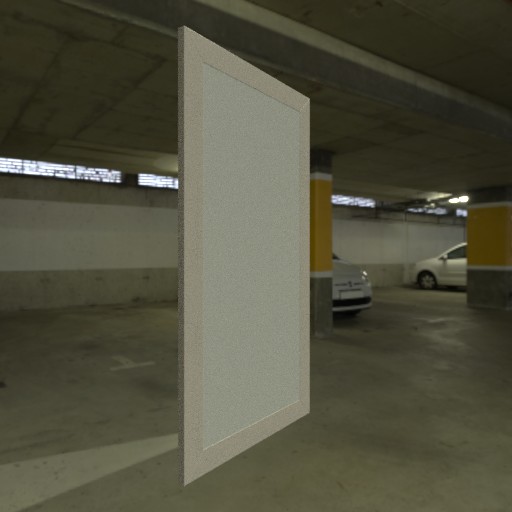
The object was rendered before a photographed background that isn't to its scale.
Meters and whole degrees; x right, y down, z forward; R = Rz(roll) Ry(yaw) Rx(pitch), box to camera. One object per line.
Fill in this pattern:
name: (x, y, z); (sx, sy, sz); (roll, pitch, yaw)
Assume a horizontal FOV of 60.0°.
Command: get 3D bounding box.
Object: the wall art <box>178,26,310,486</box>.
wall art: (0.000, 0.000, 0.814); (0.013, 0.683, 0.380); (0, 0, 36)
